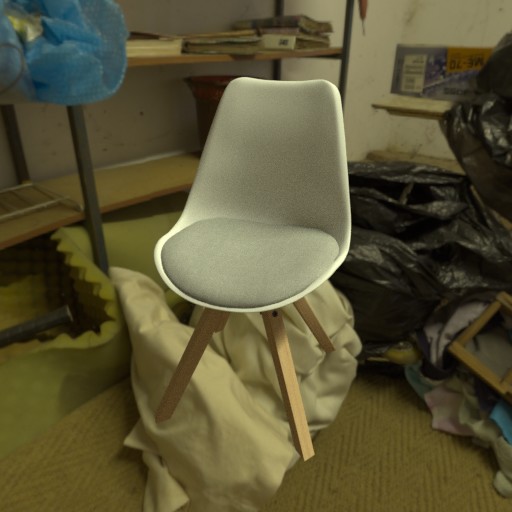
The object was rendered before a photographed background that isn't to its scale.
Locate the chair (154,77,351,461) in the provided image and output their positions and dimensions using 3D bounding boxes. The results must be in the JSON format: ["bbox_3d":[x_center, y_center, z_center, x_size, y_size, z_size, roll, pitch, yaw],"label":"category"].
[{"bbox_3d":[0.000,0.000,1.199,0.485,0.850,0.550,8,28,15],"label":"chair"}]
